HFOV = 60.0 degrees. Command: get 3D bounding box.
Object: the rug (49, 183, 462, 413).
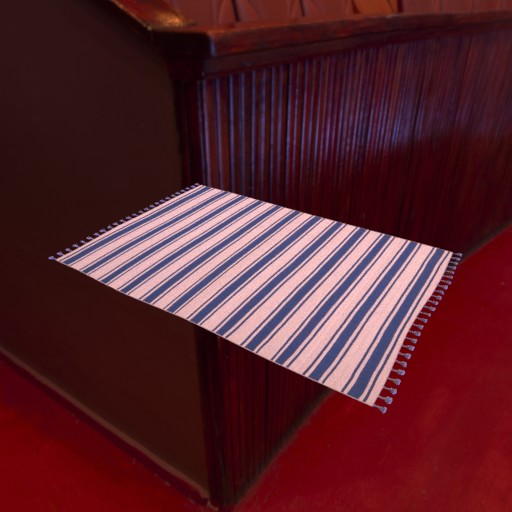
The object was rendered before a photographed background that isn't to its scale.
[{"bbox_3d":[0.000,0.000,2.946,2.315,0.010,1.544,19,36,28],"label":"rug"}]
